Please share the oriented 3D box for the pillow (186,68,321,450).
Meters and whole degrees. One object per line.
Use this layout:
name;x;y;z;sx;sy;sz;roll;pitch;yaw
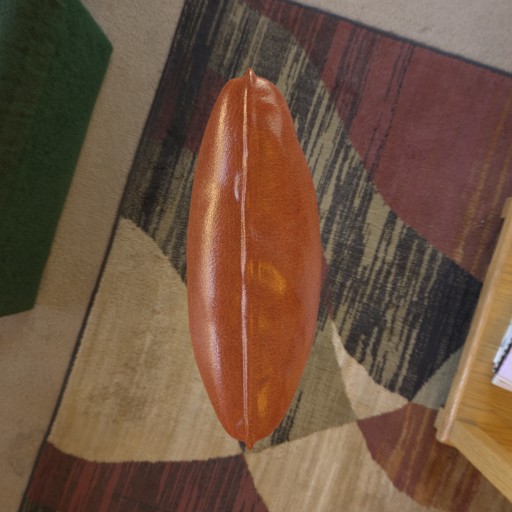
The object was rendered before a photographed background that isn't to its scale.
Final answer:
pillow;0.000;0.000;0.837;0.236;0.523;0.532;0;90;1
